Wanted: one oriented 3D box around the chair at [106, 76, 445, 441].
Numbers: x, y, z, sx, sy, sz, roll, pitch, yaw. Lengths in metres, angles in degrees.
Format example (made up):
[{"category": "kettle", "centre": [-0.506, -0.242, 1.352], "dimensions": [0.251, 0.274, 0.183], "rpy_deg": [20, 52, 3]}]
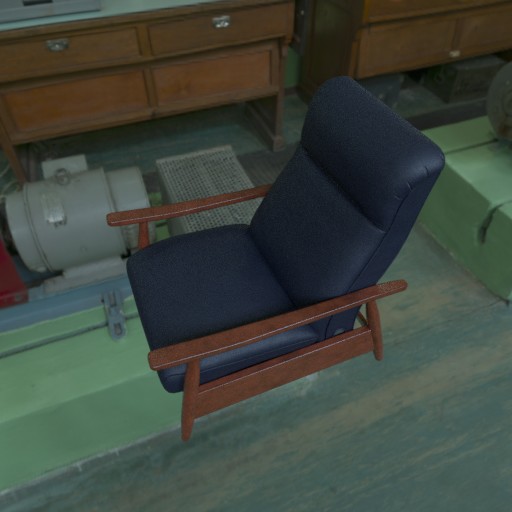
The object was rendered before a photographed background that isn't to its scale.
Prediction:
[{"category": "chair", "centre": [0.000, 0.000, 1.764], "dimensions": [1.014, 1.082, 0.762], "rpy_deg": [-17, 49, -16]}]
